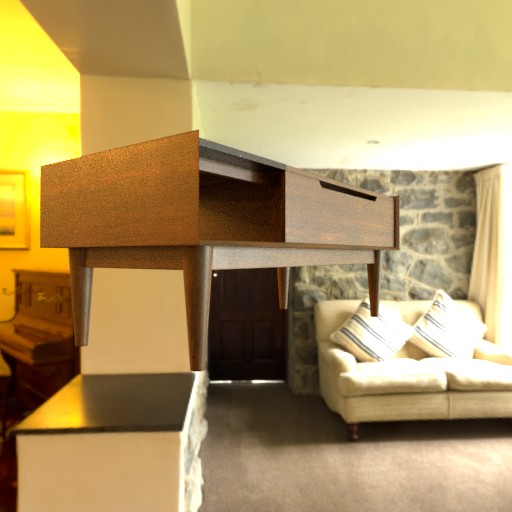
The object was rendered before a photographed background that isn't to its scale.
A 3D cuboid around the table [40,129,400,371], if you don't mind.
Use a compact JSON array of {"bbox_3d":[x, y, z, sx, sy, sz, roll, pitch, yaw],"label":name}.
[{"bbox_3d":[0.000,0.000,1.558,0.610,0.508,1.221,0,0,36],"label":"table"}]
